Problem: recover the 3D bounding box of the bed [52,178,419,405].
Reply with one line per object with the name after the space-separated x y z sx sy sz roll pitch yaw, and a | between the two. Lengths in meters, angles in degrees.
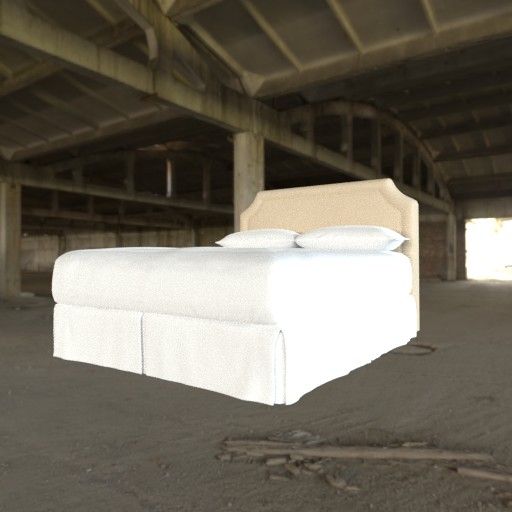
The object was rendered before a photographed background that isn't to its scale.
0.000 0.000 3.792 2.134 1.524 2.548 0 0 35 | bed
